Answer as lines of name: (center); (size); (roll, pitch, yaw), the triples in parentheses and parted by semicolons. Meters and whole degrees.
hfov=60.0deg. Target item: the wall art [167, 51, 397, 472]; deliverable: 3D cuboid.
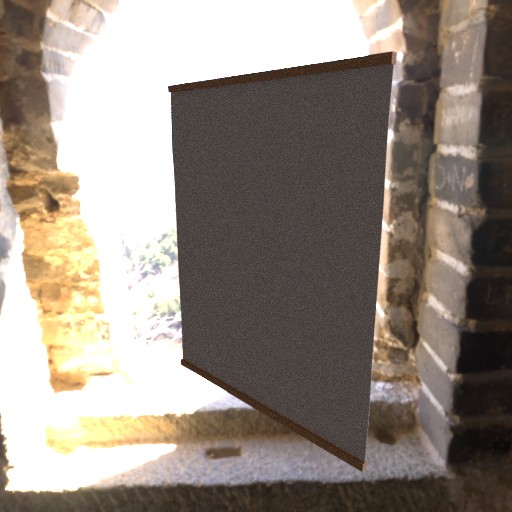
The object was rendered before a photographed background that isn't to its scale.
wall art: (0.000, 0.000, 0.657); (0.010, 0.507, 0.404); (-14, 20, -43)
